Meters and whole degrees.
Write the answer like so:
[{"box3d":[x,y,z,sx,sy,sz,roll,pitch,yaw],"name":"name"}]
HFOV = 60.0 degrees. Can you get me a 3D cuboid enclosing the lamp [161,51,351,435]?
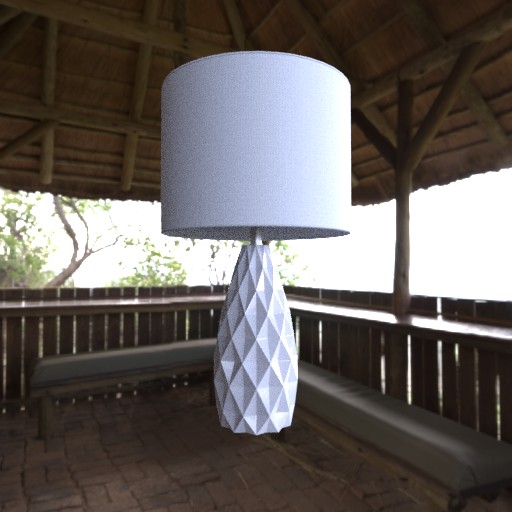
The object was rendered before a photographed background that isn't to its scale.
[{"box3d":[0.000,0.000,0.704,0.297,0.522,0.297,0,-2,0],"name":"lamp"}]
